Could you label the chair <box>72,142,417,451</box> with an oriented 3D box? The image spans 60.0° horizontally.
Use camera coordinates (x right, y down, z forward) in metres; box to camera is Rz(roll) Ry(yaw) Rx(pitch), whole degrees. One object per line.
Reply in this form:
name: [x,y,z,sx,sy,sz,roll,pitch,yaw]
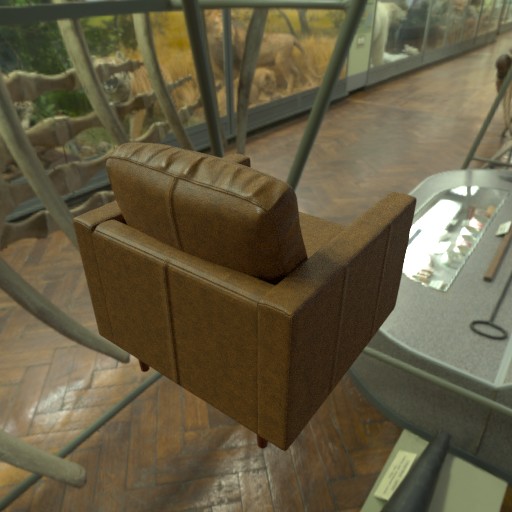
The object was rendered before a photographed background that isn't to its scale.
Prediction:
chair: [0.000,0.000,1.694,0.890,0.956,0.909,21,37,31]
